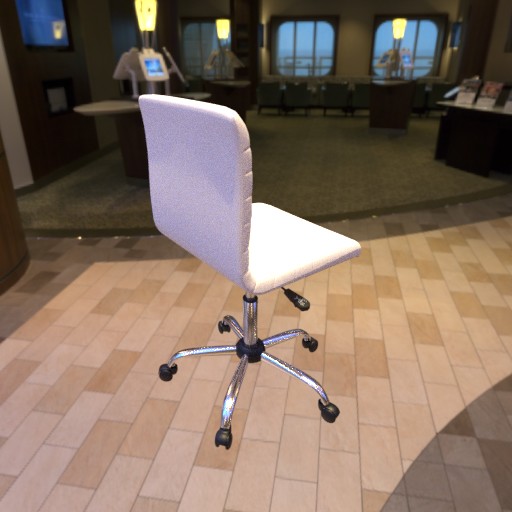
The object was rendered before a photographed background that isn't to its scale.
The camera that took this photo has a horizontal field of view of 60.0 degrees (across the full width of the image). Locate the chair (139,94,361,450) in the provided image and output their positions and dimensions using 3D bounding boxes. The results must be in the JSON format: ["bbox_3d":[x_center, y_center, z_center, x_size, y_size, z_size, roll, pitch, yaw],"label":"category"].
[{"bbox_3d":[0.000,0.000,1.088,0.455,0.750,0.520,-17,30,-32],"label":"chair"}]
